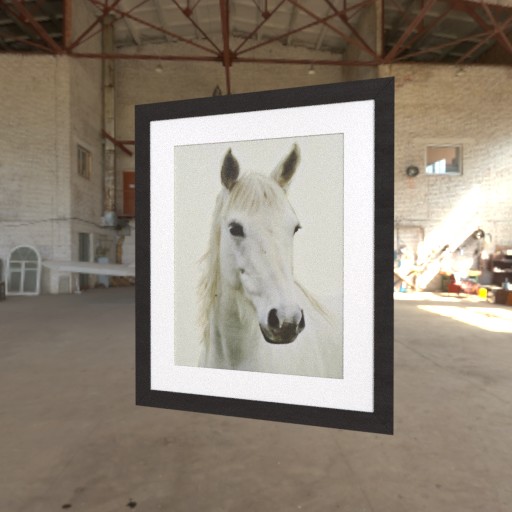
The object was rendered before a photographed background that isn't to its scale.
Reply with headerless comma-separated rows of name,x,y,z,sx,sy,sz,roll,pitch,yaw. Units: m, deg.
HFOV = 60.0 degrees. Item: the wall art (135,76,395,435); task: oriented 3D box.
wall art,0.000,0.000,0.765,0.455,0.552,0.034,0,1,17
